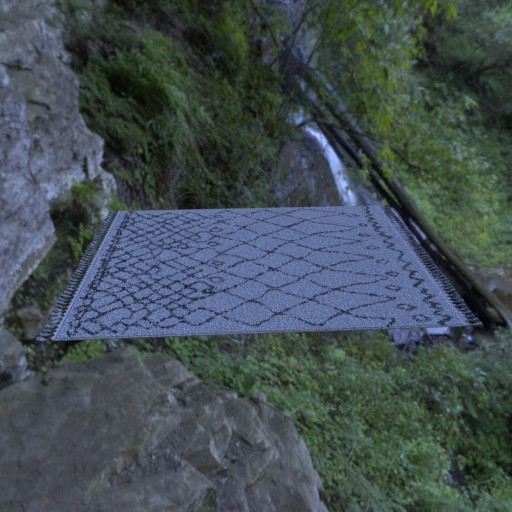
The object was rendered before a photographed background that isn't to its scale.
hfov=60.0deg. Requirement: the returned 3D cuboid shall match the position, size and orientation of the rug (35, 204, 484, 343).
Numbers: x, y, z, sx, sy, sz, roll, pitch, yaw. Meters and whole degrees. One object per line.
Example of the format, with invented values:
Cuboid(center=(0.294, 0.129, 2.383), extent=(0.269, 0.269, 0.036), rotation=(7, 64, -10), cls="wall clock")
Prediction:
Cuboid(center=(0.000, 0.000, 2.977), extent=(2.312, 0.017, 1.613), rotation=(-2, 30, -3), cls="rug")
